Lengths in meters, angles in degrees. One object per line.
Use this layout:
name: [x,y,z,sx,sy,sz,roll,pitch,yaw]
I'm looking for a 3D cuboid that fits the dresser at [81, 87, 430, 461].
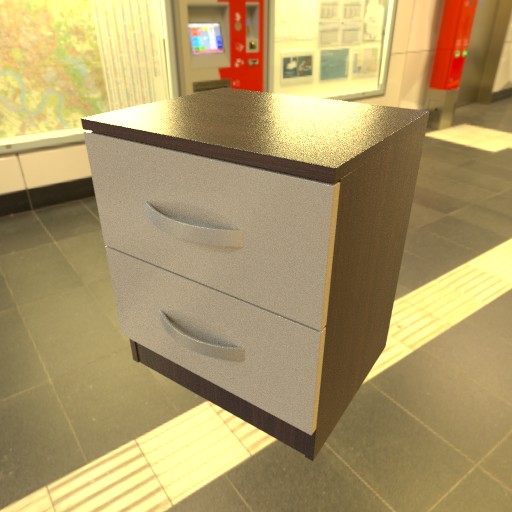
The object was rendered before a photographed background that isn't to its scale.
dresser: [0.000,0.000,0.764,0.400,0.470,0.360,18,34,29]
